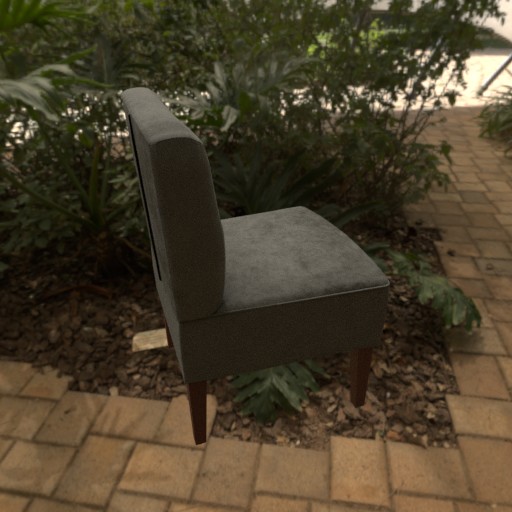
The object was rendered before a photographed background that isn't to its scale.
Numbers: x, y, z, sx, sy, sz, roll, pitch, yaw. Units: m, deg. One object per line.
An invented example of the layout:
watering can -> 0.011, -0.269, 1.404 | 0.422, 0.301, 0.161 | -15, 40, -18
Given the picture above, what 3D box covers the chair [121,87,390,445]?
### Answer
chair -> 0.000, 0.000, 1.160 | 0.554, 0.806, 0.521 | -10, 31, -17
